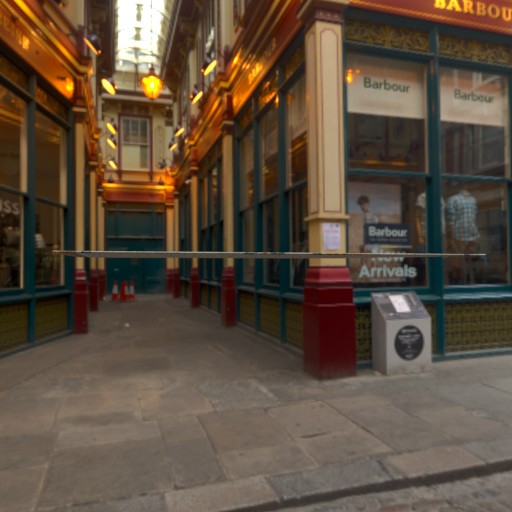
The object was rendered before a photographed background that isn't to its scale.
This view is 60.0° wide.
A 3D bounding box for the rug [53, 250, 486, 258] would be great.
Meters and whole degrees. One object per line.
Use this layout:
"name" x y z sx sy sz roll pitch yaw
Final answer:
"rug" 0.000 0.000 2.332 1.827 0.008 1.230 0 -1 -18
